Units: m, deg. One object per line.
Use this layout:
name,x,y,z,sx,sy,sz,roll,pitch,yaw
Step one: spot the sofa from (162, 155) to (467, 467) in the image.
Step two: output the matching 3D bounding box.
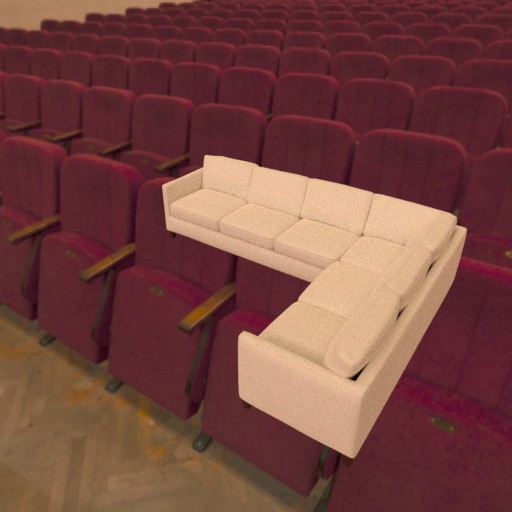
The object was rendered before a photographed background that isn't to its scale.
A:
sofa,0.000,0.000,4.352,3.302,0.947,2.593,20,36,29
